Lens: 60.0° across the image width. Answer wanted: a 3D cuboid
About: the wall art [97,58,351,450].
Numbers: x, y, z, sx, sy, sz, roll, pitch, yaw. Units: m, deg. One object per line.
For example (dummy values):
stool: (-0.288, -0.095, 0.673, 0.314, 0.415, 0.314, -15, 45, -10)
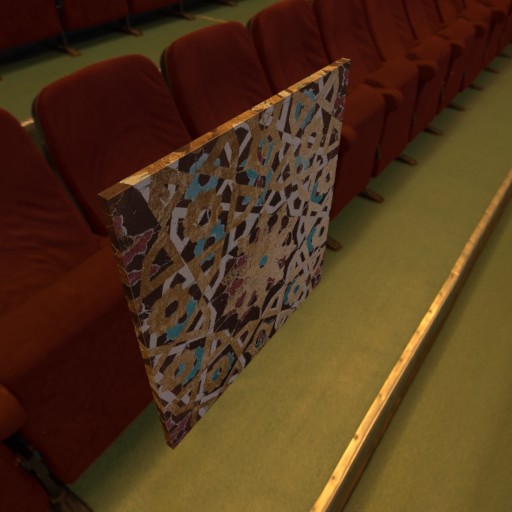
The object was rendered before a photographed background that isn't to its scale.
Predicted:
wall art: (0.000, 0.000, 1.116, 0.028, 0.762, 0.757, 25, 47, 26)
